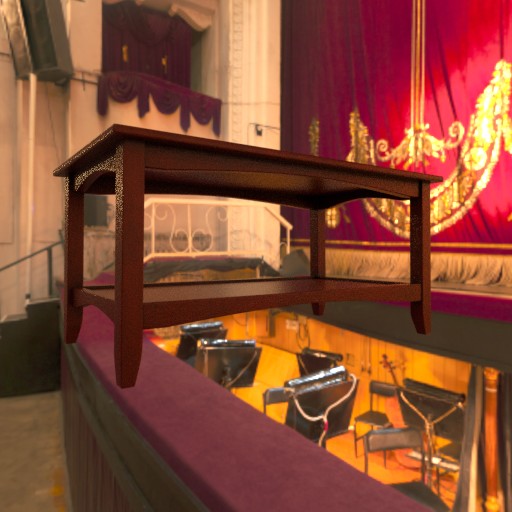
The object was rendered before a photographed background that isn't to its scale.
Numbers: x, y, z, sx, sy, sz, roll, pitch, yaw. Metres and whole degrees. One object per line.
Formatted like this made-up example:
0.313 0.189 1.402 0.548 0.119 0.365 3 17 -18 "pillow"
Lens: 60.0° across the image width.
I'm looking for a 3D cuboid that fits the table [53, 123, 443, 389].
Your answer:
0.000 0.000 1.227 0.943 0.456 0.533 0 1 -35 "table"
